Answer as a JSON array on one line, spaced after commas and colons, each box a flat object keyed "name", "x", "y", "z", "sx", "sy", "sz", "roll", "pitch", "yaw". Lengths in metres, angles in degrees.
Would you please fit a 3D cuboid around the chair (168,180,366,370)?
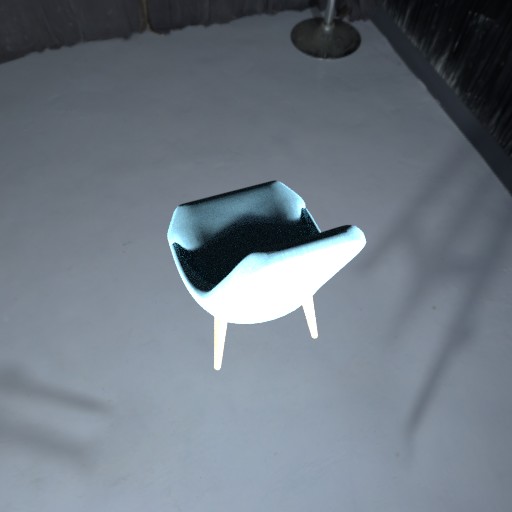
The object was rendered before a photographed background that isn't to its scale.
[{"name": "chair", "x": 0.000, "y": 0.000, "z": 1.425, "sx": 0.510, "sy": 1.040, "sz": 0.660, "roll": -16, "pitch": 60, "yaw": -10}]
